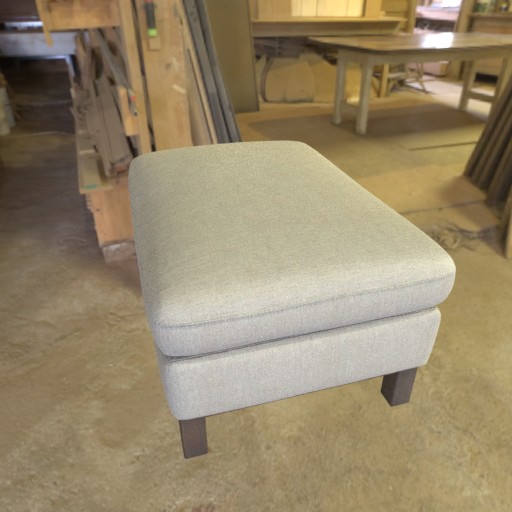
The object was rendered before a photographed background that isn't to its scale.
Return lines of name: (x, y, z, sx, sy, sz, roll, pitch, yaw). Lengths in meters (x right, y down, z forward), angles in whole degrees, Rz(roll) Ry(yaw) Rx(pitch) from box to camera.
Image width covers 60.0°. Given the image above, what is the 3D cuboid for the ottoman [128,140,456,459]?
ottoman: (0.000, 0.000, 1.036, 0.528, 0.404, 0.735, -9, 32, -14)
